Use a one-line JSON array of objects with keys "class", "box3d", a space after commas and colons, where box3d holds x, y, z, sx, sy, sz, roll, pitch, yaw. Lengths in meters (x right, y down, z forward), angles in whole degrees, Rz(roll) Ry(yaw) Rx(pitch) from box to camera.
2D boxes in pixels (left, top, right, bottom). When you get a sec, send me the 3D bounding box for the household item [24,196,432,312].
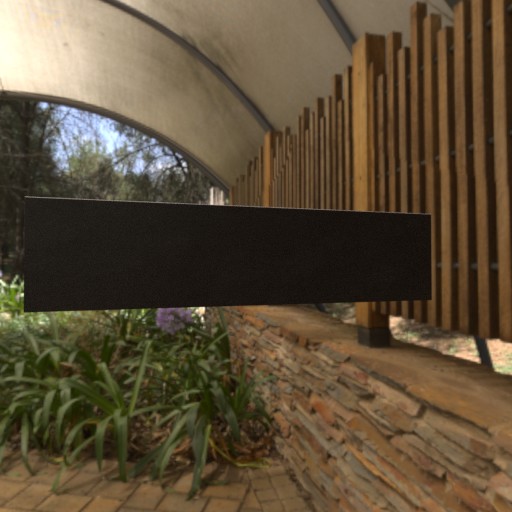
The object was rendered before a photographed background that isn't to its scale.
[{"class": "household item", "box3d": [0.000, 0.000, 1.071, 1.001, 0.236, 0.030, 0, -1, -18]}]
